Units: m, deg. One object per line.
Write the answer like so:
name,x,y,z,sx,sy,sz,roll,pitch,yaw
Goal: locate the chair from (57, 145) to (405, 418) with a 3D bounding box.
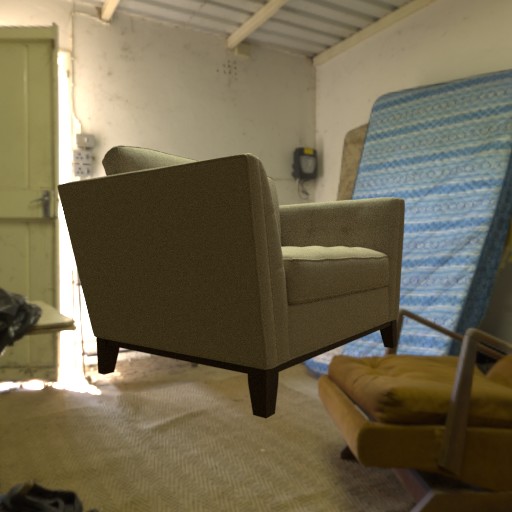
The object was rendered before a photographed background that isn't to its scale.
chair,0.000,0.000,2.059,0.965,0.940,1.397,1,1,36
